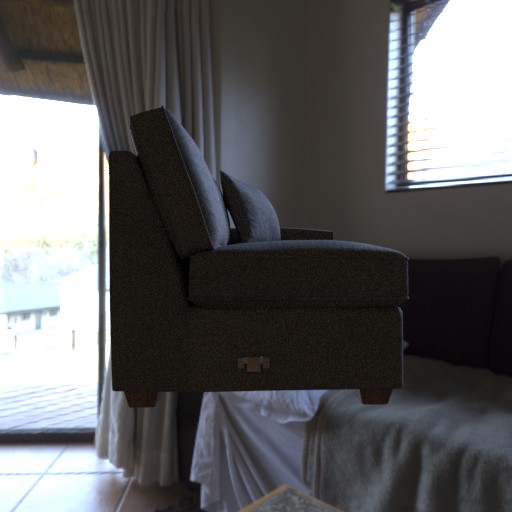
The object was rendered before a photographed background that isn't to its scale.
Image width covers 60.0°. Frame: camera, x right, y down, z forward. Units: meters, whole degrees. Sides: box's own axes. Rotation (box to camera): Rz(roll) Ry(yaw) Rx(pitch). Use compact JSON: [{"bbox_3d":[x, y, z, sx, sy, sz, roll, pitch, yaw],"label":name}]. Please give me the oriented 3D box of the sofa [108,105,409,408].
[{"bbox_3d":[0.000,0.000,2.094,0.991,0.989,1.388,0,0,-1],"label":"sofa"}]
